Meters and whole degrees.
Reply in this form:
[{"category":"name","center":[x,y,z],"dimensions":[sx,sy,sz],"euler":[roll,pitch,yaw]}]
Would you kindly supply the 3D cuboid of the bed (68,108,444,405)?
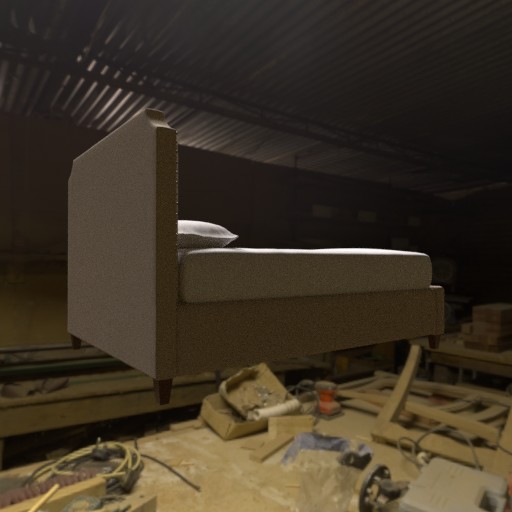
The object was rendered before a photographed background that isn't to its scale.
[{"category":"bed","center":[0.000,0.000,3.382],"dimensions":[2.329,1.415,1.703],"euler":[0,-1,-36]}]
